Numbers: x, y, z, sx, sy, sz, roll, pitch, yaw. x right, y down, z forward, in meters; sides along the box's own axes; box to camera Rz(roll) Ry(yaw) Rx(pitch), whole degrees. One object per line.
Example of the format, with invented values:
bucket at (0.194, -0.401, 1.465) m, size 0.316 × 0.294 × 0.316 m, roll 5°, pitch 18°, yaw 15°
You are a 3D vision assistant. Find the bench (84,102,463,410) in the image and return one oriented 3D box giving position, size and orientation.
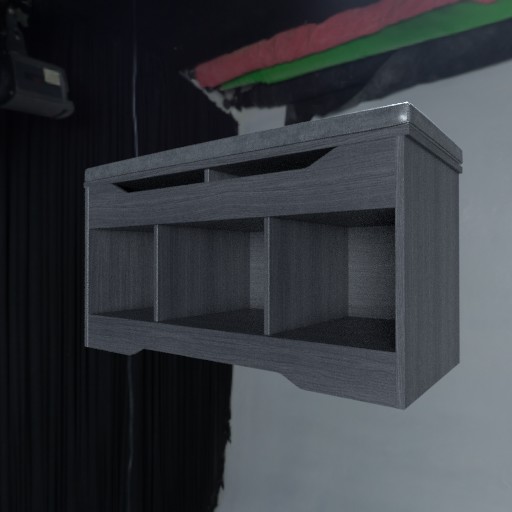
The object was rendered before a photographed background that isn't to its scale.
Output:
bench at (0.000, 0.000, 1.134) m, size 0.905 × 0.501 × 0.401 m, roll 0°, pitch -1°, yaw 36°
